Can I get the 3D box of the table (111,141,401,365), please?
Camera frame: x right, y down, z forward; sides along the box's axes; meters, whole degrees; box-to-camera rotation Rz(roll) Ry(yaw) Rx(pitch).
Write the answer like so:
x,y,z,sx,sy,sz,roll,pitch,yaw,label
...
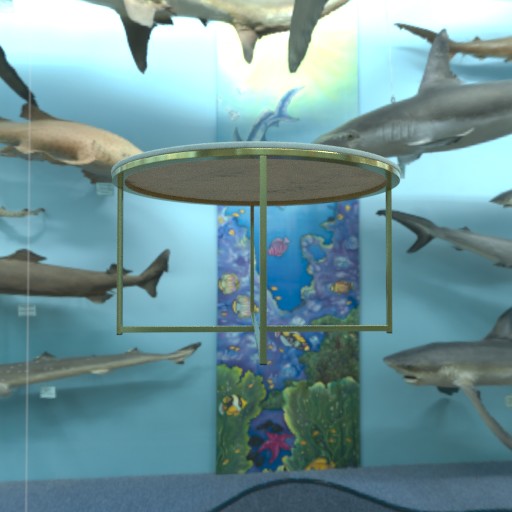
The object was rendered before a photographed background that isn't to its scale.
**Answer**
x,y,z,sx,sy,sz,roll,pitch,yaw,label
0.000,0.000,1.284,0.800,0.450,0.800,0,-1,0,table
